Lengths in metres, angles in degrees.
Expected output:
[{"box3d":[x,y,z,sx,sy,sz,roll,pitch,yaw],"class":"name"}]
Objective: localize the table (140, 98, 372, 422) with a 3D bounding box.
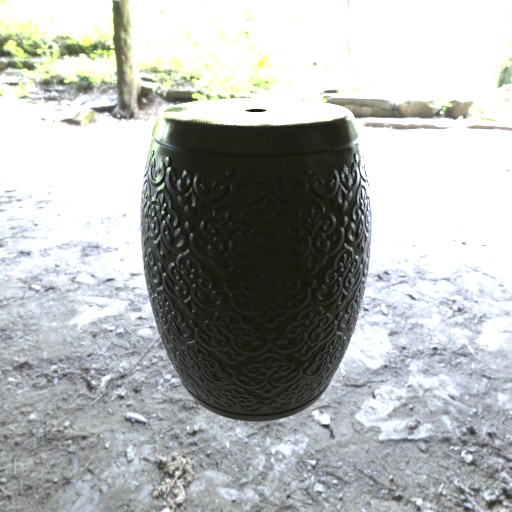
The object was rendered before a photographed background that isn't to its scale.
[{"box3d":[0.000,0.000,0.624,0.309,0.397,0.309,0,26,0],"class":"table"}]
